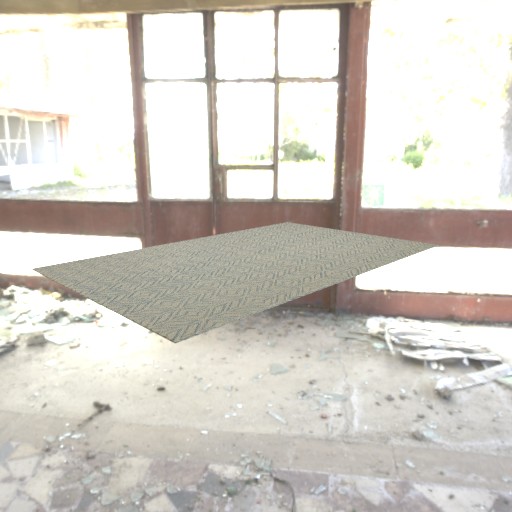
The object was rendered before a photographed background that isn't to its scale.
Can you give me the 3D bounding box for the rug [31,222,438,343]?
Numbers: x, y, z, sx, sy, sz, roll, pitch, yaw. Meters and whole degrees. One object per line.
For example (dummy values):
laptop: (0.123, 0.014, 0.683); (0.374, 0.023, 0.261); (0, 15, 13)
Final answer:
rug: (0.000, 0.000, 3.078); (1.526, 0.008, 2.441); (13, 19, 43)
